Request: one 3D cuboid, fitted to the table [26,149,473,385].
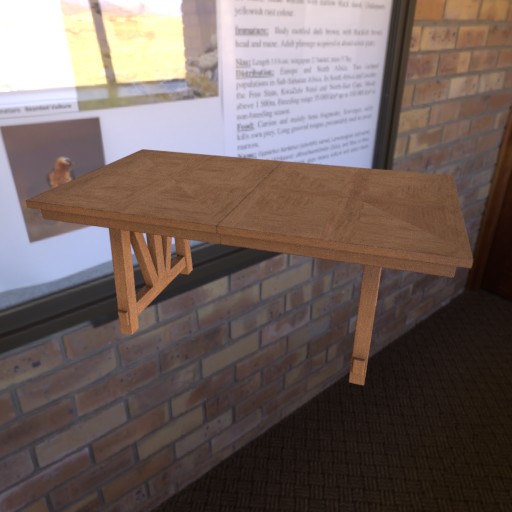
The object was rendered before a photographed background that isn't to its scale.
[{"bbox_3d":[0.000,0.000,2.368,1.881,0.768,1.016,8,28,16],"label":"table"}]
